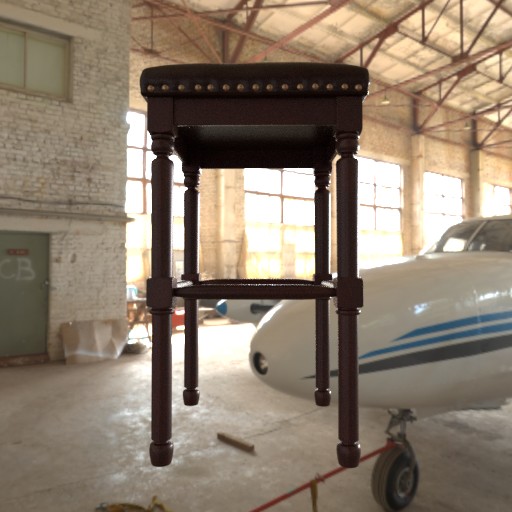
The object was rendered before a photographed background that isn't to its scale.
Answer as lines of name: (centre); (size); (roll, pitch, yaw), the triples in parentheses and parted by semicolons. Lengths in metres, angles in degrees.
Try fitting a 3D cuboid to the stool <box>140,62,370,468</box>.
stool: (0.000, 0.000, 0.908); (0.382, 0.702, 0.383); (0, -1, 1)
